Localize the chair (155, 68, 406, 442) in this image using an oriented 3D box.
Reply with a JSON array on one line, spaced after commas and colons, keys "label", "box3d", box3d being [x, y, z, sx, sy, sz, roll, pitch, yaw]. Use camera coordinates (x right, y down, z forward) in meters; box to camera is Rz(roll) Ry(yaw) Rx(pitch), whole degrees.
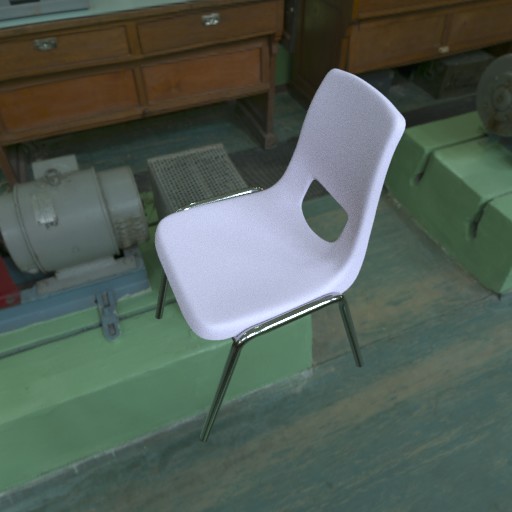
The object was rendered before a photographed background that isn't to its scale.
[{"label": "chair", "box3d": [0.000, 0.000, 0.919, 0.436, 0.653, 0.381, -18, 49, -17]}]
